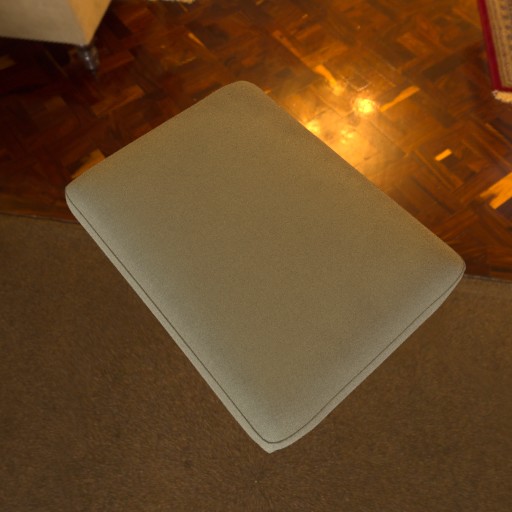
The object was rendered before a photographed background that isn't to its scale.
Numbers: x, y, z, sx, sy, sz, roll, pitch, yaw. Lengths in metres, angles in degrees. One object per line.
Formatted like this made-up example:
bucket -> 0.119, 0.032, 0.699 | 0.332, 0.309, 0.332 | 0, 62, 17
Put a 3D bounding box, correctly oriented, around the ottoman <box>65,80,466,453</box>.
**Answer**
ottoman -> 0.000, 0.000, 1.168 | 0.608, 0.449, 0.811 | -37, 69, -17
